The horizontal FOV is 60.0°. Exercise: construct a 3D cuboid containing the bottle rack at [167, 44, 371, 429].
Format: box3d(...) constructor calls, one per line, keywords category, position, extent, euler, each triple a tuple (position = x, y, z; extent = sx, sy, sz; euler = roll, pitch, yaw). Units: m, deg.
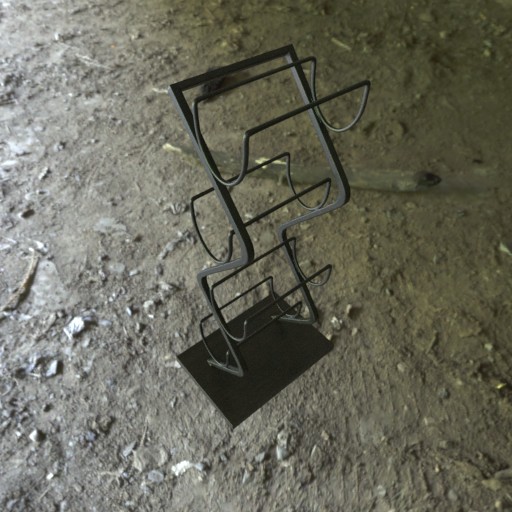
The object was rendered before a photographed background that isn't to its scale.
box3d(category="bottle rack", position=(0.000, 0.000, 0.673), extent=(0.254, 0.559, 0.178), euler=(-31, 53, -27))
